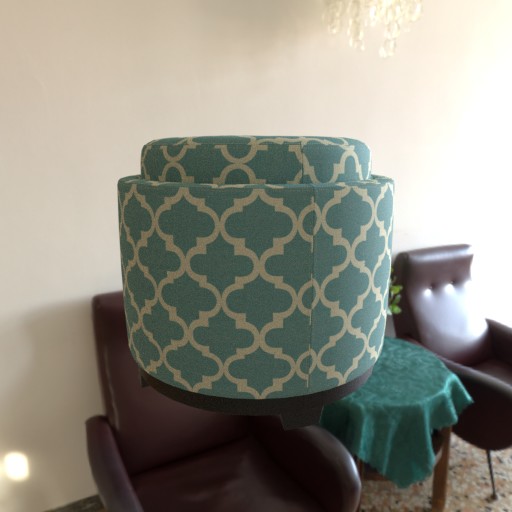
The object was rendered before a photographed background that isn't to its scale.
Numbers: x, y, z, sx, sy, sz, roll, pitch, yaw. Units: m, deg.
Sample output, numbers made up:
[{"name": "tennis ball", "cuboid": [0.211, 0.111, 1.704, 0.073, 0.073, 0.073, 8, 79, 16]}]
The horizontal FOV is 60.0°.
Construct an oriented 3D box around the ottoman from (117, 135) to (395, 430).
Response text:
[{"name": "ottoman", "cuboid": [0.000, 0.000, 0.823, 0.480, 0.429, 0.480, 0, 13, 0]}]
